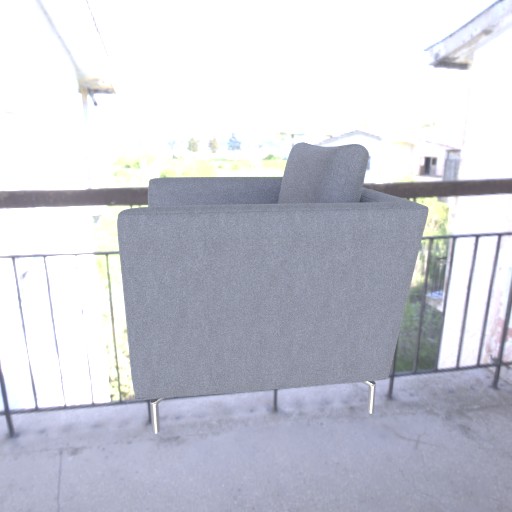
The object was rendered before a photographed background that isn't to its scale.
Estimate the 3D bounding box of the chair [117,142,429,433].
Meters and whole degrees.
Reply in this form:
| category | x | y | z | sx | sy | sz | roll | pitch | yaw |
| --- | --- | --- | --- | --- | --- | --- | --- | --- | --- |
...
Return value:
| category | x | y | z | sx | sy | sz | roll | pitch | yaw |
| --- | --- | --- | --- | --- | --- | --- | --- | --- | --- |
| chair | 0.000 | 0.000 | 1.747 | 0.889 | 0.864 | 1.041 | -2 | 15 | -8 |
